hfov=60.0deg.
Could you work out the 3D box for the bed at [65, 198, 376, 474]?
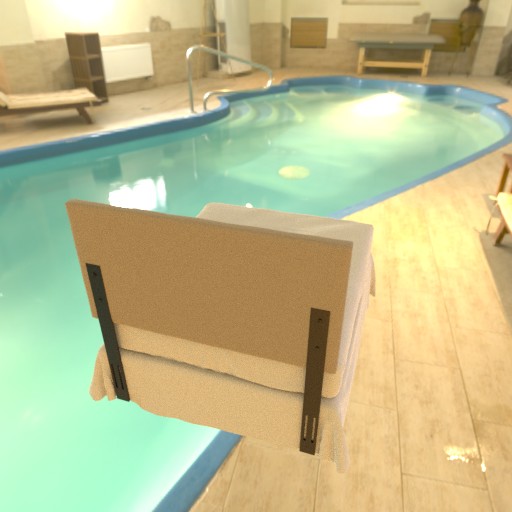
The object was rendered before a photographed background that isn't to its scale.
[{"bbox_3d":[0.000,0.000,3.519,1.936,1.577,2.222,10,32,16],"label":"bed"}]
